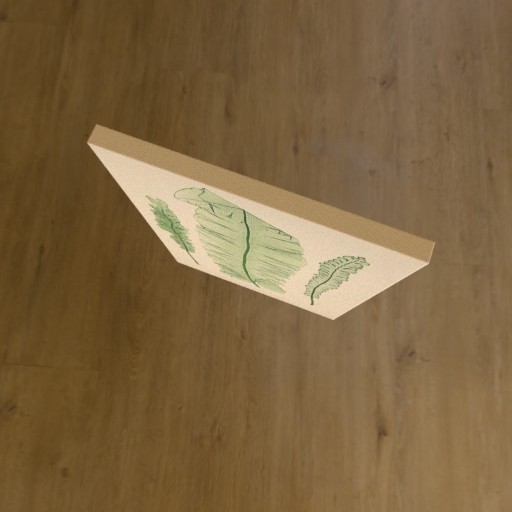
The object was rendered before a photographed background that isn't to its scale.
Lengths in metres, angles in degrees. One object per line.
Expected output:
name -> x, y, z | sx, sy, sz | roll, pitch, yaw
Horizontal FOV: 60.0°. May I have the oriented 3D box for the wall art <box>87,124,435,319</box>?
wall art -> 0.000, 0.000, 1.189 | 0.610, 0.914, 0.038 | 20, 77, 5
